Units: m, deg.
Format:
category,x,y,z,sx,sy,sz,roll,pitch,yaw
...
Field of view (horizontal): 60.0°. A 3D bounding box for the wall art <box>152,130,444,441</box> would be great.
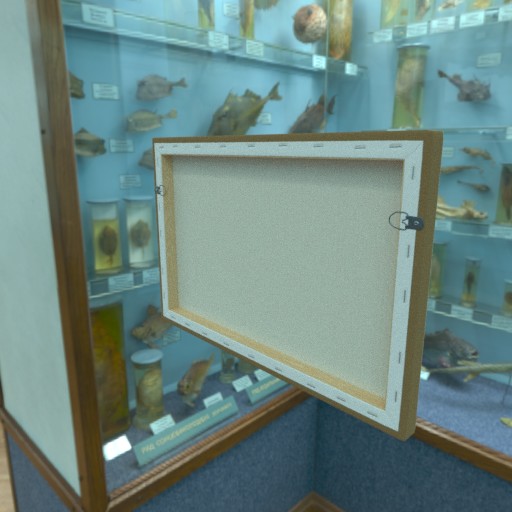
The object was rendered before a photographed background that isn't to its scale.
category,x,y,z,sx,sy,sz,roll,pitch,yaw
wall art,0.000,0.000,0.481,0.019,0.254,0.380,-13,19,-42
